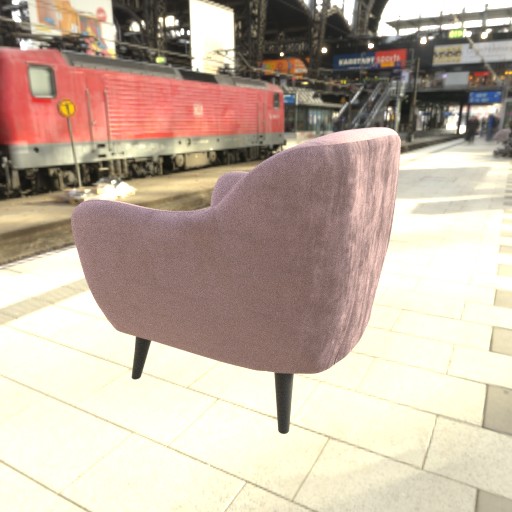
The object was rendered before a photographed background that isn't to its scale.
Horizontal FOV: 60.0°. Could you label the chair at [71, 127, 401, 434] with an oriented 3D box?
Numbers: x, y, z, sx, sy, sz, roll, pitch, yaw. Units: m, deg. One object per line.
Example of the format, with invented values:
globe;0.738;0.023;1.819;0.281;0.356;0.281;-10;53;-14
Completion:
chair;0.000;0.000;1.465;0.820;0.820;0.840;8;19;26
